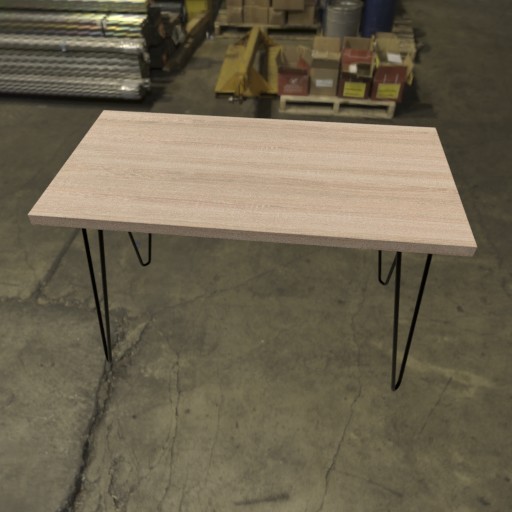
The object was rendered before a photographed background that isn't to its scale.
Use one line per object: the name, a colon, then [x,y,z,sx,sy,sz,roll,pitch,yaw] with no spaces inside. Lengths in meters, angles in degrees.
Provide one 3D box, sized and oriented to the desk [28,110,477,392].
desk: [0.000,0.000,1.379,0.991,0.660,0.499,4,45,4]
